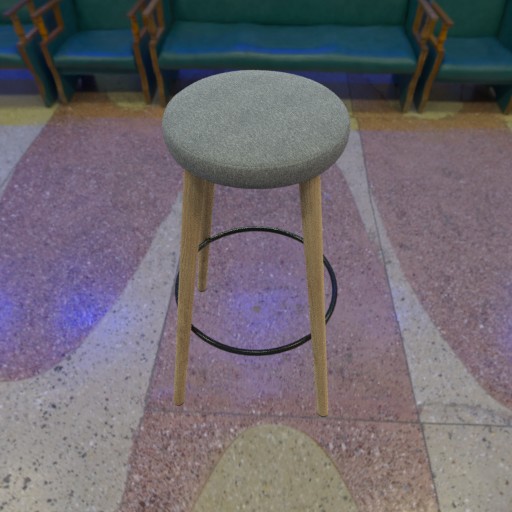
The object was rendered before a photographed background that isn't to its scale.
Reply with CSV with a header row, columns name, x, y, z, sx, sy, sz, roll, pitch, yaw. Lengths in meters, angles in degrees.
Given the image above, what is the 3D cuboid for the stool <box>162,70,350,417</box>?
name,x,y,z,sx,sy,sz,roll,pitch,yaw
stool,0.000,0.000,1.018,0.410,0.770,0.410,3,48,3
